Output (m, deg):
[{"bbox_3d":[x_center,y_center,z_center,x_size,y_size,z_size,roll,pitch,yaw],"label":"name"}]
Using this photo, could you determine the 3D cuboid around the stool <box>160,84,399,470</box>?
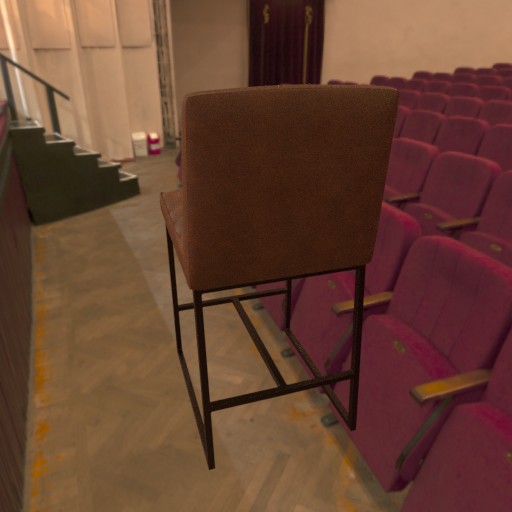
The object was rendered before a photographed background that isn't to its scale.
[{"bbox_3d":[0.000,0.000,1.258,0.463,0.942,0.562,-8,26,-16],"label":"stool"}]
